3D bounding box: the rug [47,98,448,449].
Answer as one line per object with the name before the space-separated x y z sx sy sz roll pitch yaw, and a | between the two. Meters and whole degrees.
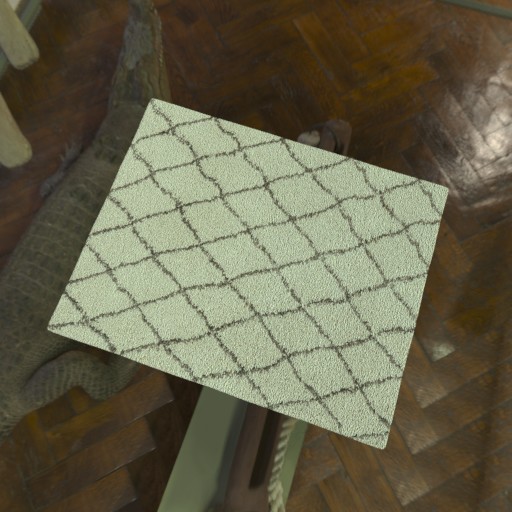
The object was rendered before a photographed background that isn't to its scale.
rug | 0.000 0.000 4.042 3.047 0.029 2.438 18 76 5
